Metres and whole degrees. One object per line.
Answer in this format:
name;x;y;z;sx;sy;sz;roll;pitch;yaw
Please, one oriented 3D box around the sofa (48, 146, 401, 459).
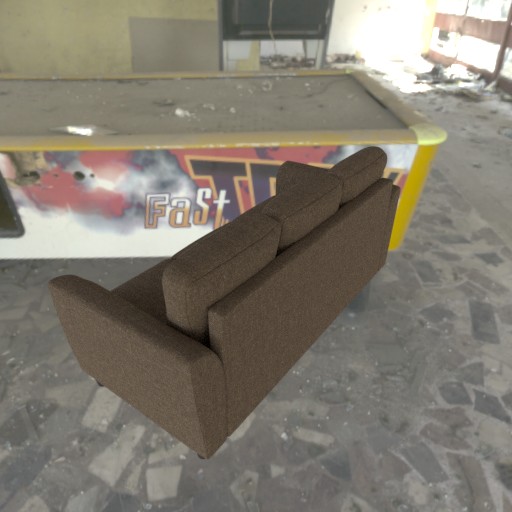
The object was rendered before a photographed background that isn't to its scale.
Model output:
sofa;0.000;0.000;2.346;0.837;0.891;1.847;21;37;30
